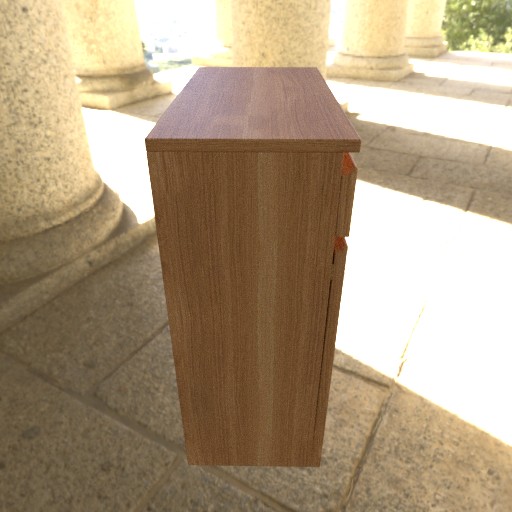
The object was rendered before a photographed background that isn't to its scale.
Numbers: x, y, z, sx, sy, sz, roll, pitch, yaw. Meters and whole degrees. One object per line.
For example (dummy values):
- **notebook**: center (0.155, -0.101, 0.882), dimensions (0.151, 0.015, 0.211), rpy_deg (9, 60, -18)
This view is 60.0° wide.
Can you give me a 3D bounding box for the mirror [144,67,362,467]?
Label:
- **mirror**: center (0.000, 0.000, 1.415), dimensions (0.400, 1.000, 0.800), rpy_deg (0, 32, 1)
